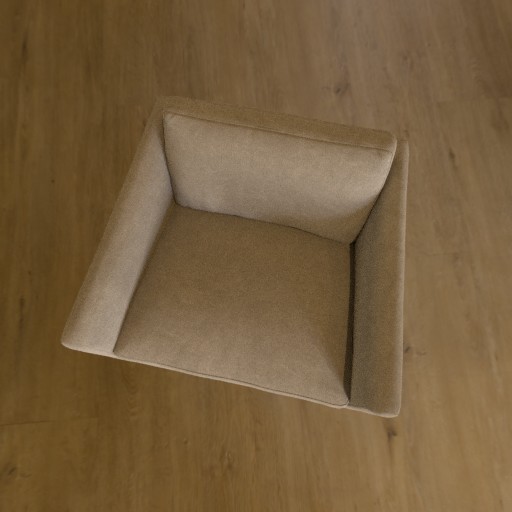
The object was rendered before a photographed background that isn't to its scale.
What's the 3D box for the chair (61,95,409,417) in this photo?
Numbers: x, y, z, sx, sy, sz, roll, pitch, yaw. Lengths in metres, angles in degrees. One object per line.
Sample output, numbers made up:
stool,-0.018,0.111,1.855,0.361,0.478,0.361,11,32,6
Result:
chair,0.000,0.000,1.878,1.190,0.845,1.091,11,74,3
